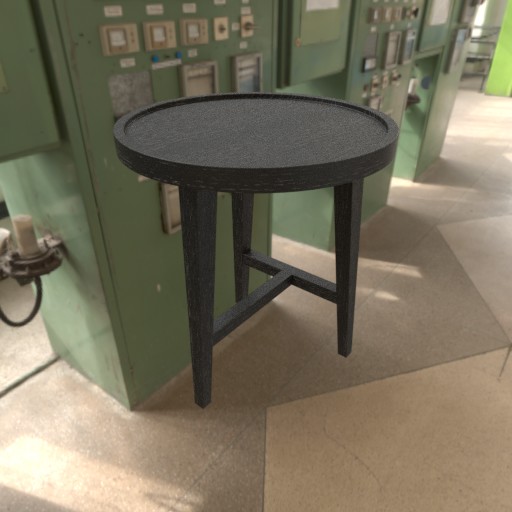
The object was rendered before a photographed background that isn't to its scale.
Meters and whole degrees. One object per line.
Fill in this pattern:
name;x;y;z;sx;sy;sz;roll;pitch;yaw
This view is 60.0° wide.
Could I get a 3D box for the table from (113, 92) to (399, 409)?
table;0.000;0.000;0.759;0.399;0.460;0.399;0;31;0
